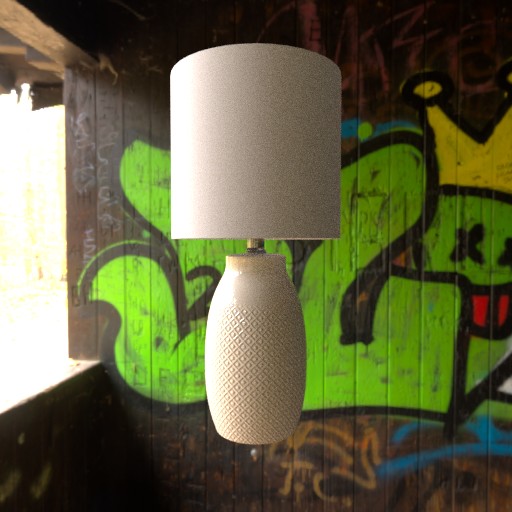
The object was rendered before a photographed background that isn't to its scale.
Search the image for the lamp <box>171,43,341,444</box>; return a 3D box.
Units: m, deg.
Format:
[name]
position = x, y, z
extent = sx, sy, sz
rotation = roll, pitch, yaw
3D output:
[lamp]
position = 0.000, 0.000, 0.580
extent = 0.217, 0.453, 0.217
rotation = -1, 2, -18
